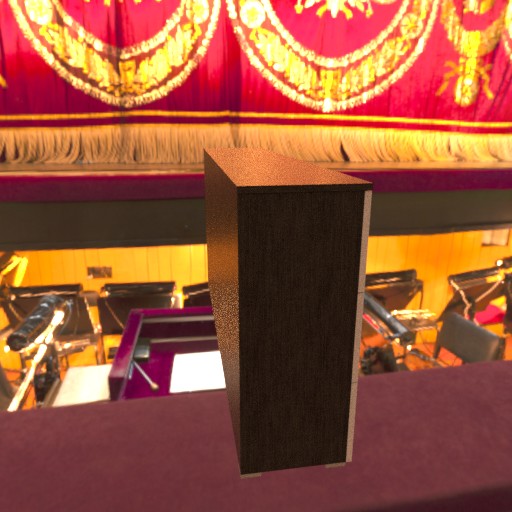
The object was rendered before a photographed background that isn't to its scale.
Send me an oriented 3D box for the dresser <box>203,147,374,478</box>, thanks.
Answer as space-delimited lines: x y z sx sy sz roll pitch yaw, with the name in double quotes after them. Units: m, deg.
0.000 0.000 1.834 0.333 0.790 1.535 -3 17 -9 "dresser"
